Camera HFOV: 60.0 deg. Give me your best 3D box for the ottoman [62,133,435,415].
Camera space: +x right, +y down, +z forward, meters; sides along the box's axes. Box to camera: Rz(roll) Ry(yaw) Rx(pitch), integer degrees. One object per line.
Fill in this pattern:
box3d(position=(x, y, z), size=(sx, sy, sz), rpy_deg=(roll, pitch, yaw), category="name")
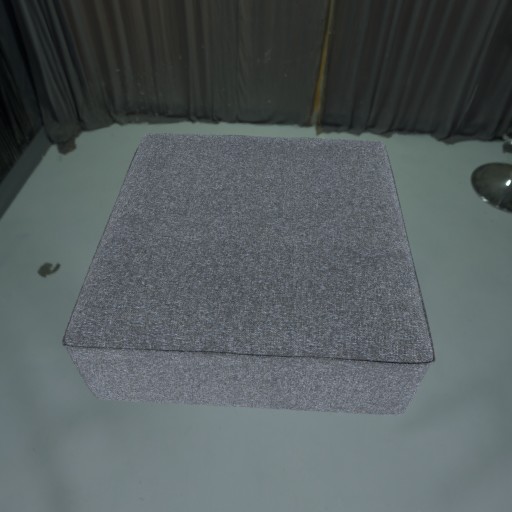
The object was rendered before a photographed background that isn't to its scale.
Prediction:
box3d(position=(0.000, 0.000, 1.618), size=(1.017, 0.423, 1.021), rpy_deg=(3, 49, 2), category="ottoman")
